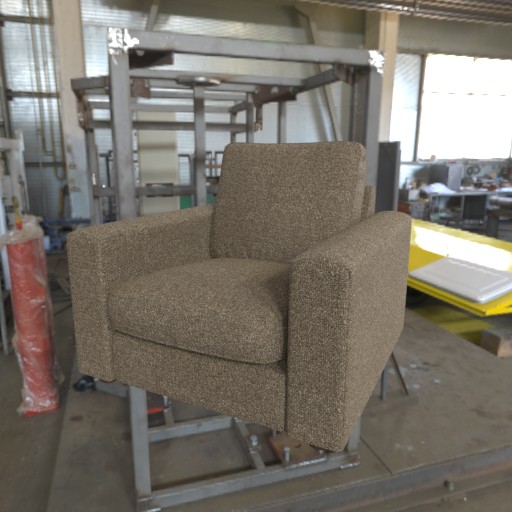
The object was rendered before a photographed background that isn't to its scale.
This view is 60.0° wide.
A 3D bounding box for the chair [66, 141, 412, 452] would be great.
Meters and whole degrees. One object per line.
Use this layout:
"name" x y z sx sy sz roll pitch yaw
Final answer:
"chair" 0.000 0.000 1.723 1.005 0.873 1.016 7 15 26
